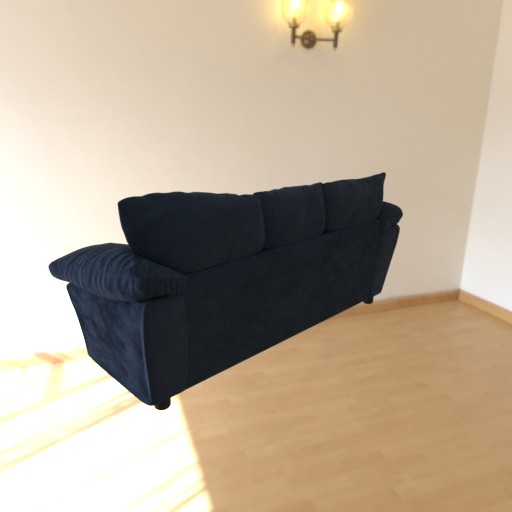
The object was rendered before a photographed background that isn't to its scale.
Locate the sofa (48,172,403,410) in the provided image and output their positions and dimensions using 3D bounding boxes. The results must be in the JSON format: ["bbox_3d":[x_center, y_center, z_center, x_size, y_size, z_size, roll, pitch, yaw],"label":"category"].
[{"bbox_3d":[0.000,0.000,2.929,2.390,1.091,0.907,-16,23,-42],"label":"sofa"}]
